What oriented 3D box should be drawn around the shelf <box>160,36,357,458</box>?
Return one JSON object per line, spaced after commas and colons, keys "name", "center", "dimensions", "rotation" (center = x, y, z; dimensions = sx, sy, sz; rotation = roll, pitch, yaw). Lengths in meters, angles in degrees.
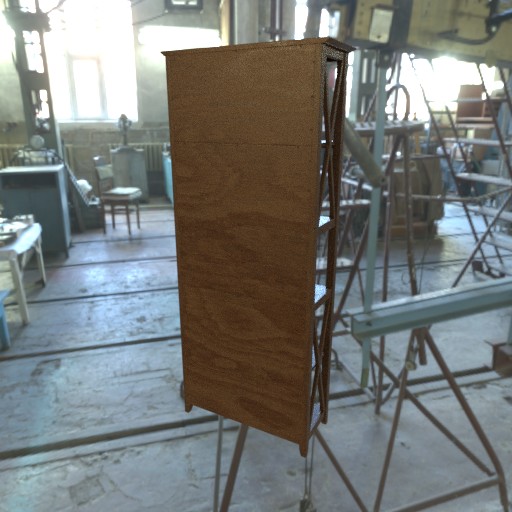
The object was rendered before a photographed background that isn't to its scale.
{"name": "shelf", "center": [0.000, 0.000, 2.238], "dimensions": [0.805, 1.905, 0.335], "rotation": [9, 20, 28]}
